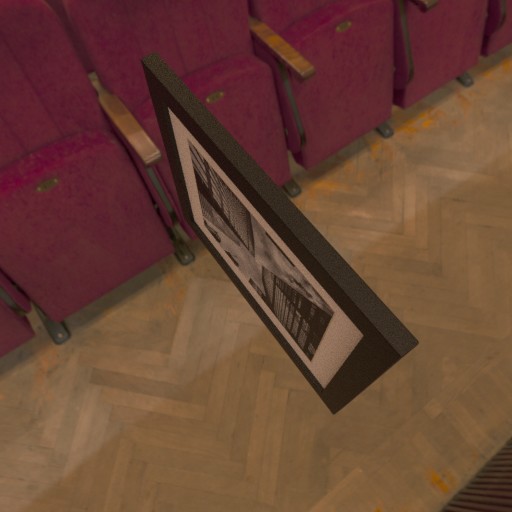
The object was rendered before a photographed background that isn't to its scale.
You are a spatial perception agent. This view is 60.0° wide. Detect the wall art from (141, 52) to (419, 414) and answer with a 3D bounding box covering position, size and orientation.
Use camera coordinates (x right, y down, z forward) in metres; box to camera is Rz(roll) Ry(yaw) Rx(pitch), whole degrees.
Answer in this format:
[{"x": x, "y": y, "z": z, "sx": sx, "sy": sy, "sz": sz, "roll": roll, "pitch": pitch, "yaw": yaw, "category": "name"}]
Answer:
[{"x": 0.000, "y": 0.000, "z": 0.770, "sx": 0.031, "sy": 0.457, "sz": 0.558, "roll": -33, "pitch": 68, "yaw": -15, "category": "wall art"}]
